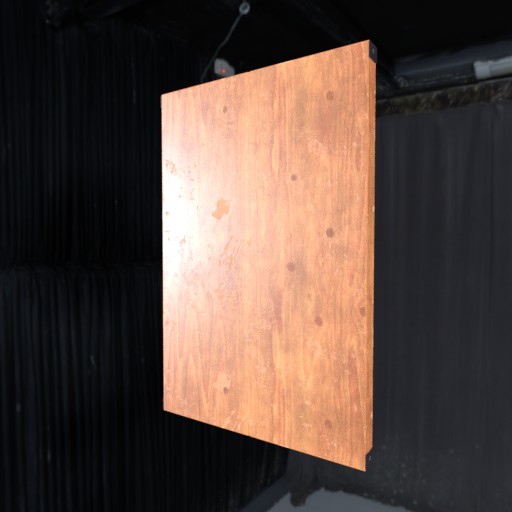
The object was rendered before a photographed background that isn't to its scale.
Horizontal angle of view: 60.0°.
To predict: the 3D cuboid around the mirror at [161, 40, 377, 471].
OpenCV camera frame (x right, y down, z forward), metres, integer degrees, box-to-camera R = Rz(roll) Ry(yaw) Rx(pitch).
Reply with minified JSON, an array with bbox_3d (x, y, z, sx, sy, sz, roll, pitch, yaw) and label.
[{"bbox_3d":[0.000,0.000,0.946,0.517,0.761,0.053,1,2,34],"label":"mirror"}]
